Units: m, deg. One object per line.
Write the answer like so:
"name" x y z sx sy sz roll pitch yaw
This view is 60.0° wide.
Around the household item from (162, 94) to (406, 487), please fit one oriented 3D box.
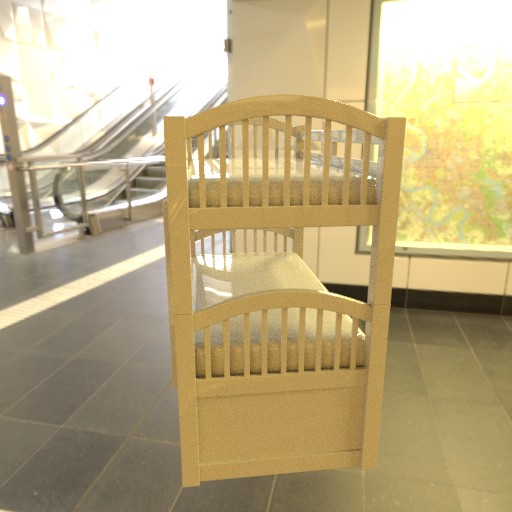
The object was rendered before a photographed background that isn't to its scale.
"household item" 0.000 0.000 3.187 1.143 2.032 2.032 -2 15 -7
